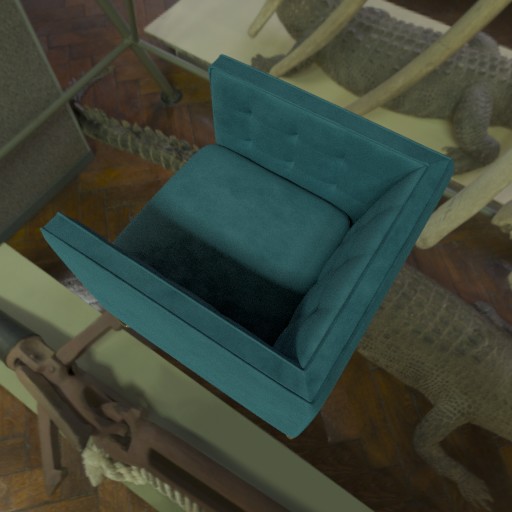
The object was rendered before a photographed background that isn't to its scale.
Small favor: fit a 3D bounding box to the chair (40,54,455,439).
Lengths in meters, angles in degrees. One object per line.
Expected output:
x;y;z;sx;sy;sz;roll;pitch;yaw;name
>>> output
0.000;0.000;1.593;0.894;0.790;0.880;30;66;15;chair
